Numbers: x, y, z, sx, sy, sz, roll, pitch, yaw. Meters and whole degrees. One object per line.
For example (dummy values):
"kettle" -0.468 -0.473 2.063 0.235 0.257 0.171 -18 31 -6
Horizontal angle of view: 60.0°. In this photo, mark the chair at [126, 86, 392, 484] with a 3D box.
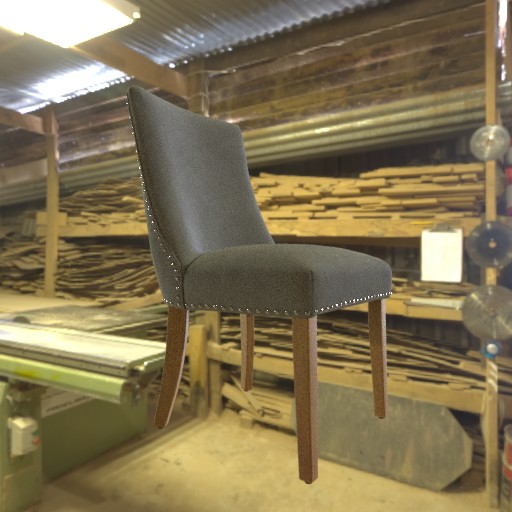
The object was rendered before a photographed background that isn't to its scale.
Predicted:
"chair" 0.000 0.000 1.216 0.610 0.902 0.495 0 1 35
